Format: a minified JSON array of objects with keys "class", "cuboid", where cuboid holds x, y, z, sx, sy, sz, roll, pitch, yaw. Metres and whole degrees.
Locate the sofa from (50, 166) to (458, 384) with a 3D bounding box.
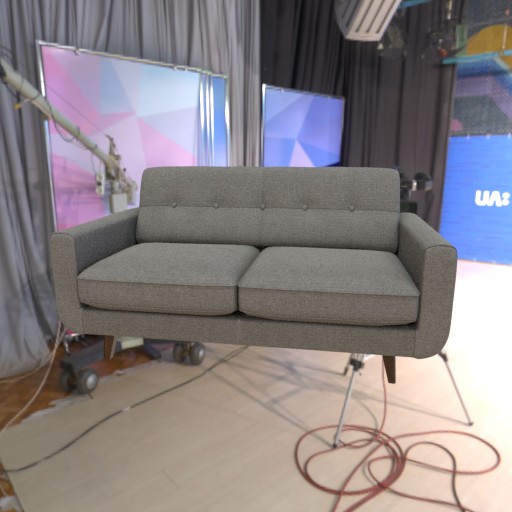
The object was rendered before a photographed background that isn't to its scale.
[{"class":"sofa","cuboid":[0.000,0.000,2.169,1.631,0.841,0.909,2,13,9]}]
